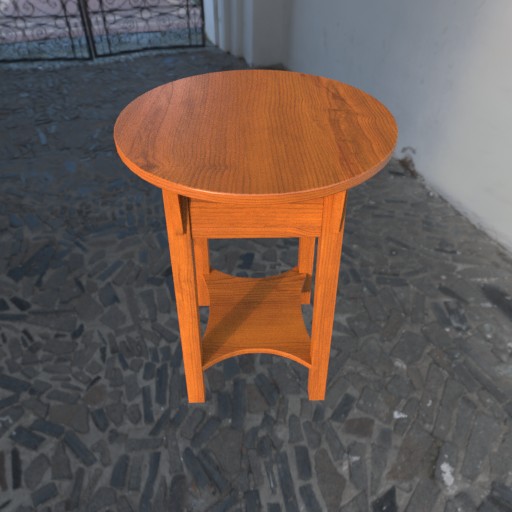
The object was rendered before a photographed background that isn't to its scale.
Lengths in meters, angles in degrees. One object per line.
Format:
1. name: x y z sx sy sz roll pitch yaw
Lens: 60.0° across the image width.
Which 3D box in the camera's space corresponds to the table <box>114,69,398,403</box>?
1. table: 0.000 0.000 0.932 0.457 0.610 0.457 0 41 0
